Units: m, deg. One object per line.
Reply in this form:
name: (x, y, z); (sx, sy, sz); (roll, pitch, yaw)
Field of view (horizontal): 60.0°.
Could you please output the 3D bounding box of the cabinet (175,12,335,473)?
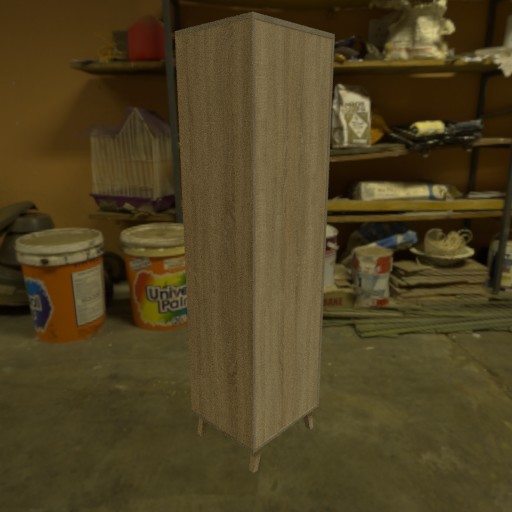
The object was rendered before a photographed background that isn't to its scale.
cabinet: (0.000, 0.000, 2.138); (0.450, 1.960, 0.510); (14, 21, 42)
